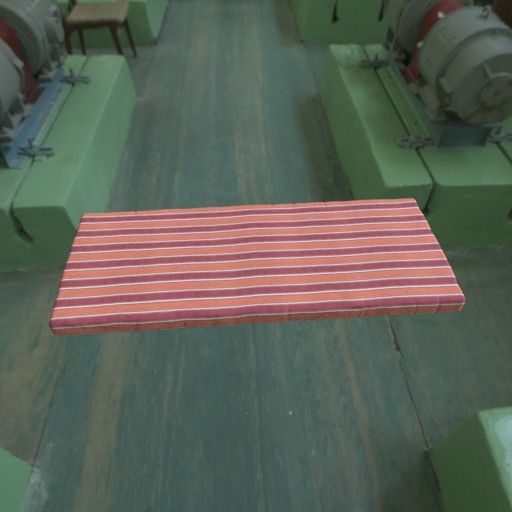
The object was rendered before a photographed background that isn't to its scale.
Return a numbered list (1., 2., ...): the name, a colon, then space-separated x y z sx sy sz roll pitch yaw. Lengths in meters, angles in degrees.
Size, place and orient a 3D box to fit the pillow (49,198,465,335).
1. pillow: 0.000 0.000 1.386 1.187 0.081 0.492 -3 47 -3
